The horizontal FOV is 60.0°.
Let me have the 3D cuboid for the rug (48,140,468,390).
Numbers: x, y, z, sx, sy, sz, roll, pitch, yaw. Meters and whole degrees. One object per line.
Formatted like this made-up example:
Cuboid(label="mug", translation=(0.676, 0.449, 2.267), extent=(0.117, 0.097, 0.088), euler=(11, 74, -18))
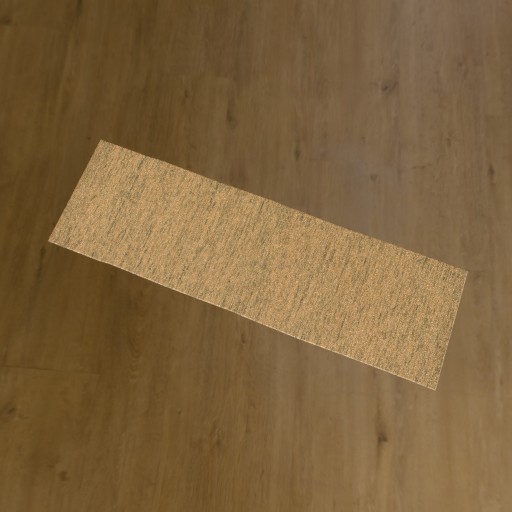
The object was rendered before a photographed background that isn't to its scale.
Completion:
Cuboid(label="rug", translation=(0.000, 0.000, 2.519), extent=(2.290, 0.014, 0.700), euler=(20, 77, 5))
